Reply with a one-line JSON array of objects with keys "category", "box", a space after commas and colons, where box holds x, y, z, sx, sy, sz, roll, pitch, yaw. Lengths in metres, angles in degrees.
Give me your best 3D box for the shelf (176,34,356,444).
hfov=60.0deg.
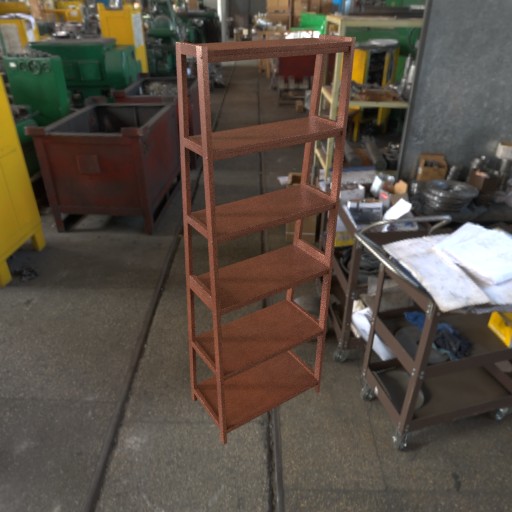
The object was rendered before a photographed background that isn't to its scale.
[{"category": "shelf", "box": [0.000, 0.000, 2.137, 0.660, 1.892, 0.382, -18, 35, -28]}]
